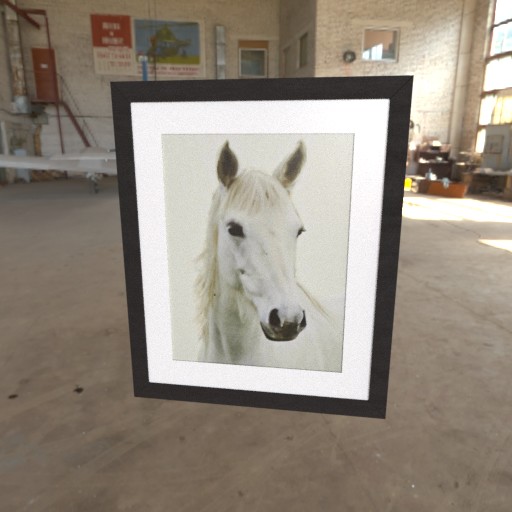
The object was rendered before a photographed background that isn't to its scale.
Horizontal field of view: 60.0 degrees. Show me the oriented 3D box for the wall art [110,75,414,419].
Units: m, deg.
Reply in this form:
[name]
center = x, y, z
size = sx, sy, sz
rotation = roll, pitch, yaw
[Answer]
[wall art]
center = 0.000, 0.000, 0.742
size = 0.455, 0.552, 0.034
rotation = 2, 15, 8
